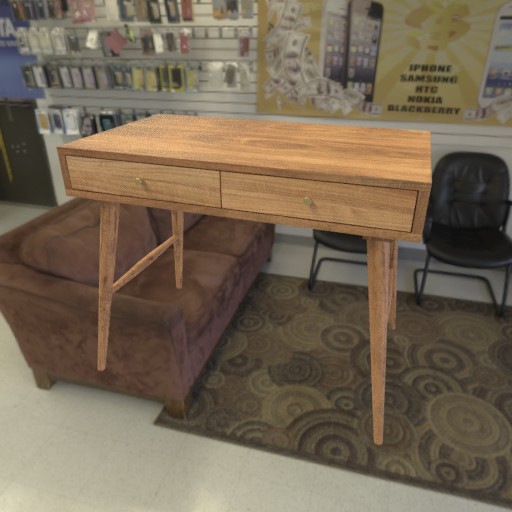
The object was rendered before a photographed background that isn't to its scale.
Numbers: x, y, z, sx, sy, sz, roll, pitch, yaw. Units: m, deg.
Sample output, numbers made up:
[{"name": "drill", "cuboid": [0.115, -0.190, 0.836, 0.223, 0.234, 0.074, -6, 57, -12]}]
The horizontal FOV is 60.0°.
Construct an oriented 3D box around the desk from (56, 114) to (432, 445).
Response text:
[{"name": "desk", "cuboid": [0.000, 0.000, 1.446, 0.949, 0.758, 0.588, 9, 29, 17]}]
